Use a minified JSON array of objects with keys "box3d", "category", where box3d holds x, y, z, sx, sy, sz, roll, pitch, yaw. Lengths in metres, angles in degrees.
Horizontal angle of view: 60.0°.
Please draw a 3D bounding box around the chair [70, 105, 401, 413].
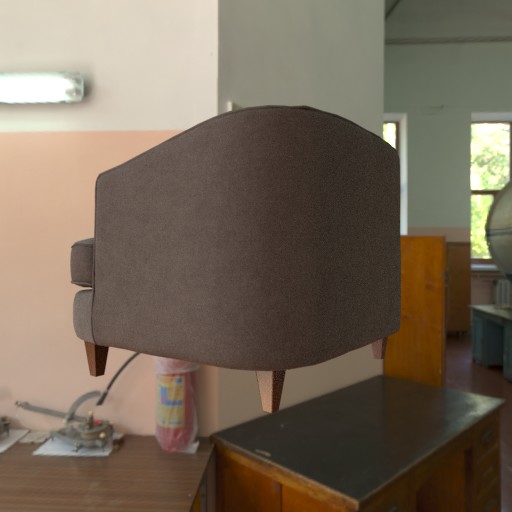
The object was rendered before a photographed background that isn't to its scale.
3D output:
[{"box3d":[0.000,0.000,1.752,0.941,0.852,1.104,0,0,37],"category":"chair"}]
